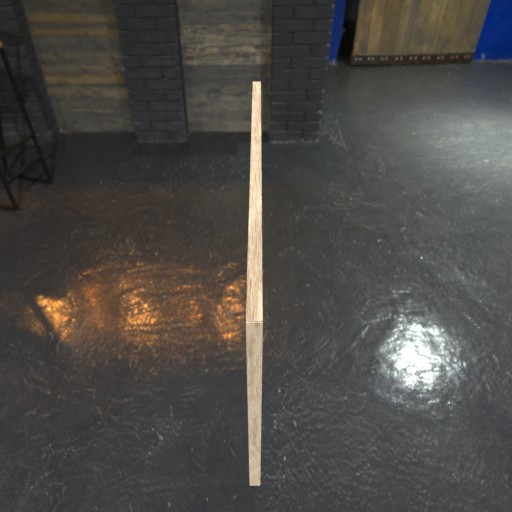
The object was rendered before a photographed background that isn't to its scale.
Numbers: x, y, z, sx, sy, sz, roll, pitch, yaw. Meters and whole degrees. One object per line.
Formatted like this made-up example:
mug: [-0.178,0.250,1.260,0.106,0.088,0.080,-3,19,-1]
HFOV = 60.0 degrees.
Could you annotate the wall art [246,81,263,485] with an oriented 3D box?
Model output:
wall art: [0.000,0.000,0.978,0.021,0.480,0.780,0,41,0]
